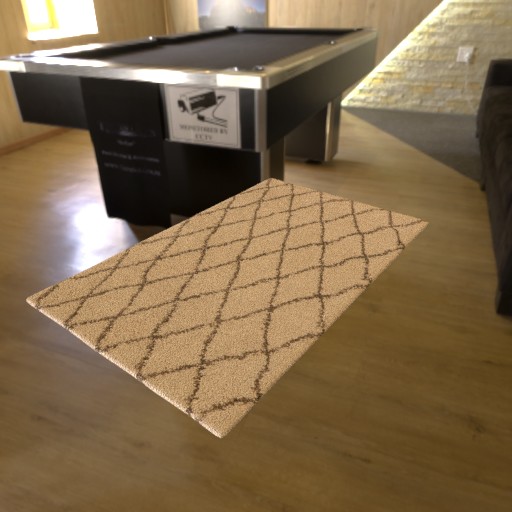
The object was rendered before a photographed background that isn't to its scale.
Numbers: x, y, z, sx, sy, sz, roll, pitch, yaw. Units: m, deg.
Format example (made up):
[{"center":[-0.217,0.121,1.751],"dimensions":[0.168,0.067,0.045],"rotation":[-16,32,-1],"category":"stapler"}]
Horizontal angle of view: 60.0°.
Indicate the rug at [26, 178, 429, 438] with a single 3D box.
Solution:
[{"center":[0.000,0.000,3.016],"dimensions":[1.524,0.030,2.438],"rotation":[22,37,31],"category":"rug"}]
